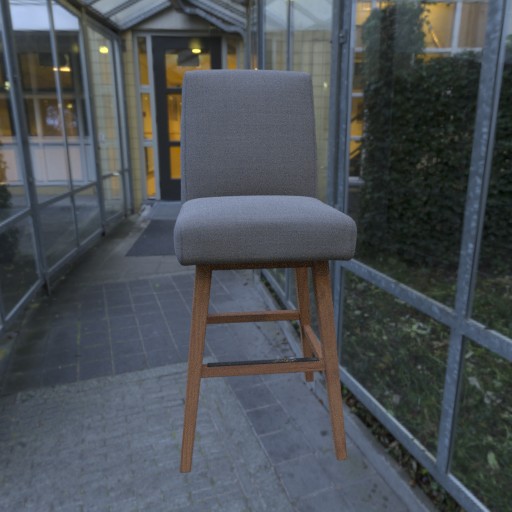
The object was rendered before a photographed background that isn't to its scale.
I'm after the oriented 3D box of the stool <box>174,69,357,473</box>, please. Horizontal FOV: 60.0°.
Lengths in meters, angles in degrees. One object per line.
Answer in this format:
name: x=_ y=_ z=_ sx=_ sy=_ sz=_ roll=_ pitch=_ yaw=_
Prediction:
stool: x=0.000 y=0.000 z=1.348 sx=0.483 sy=1.112 sz=0.570 roll=-2 pitch=16 yaw=-6
